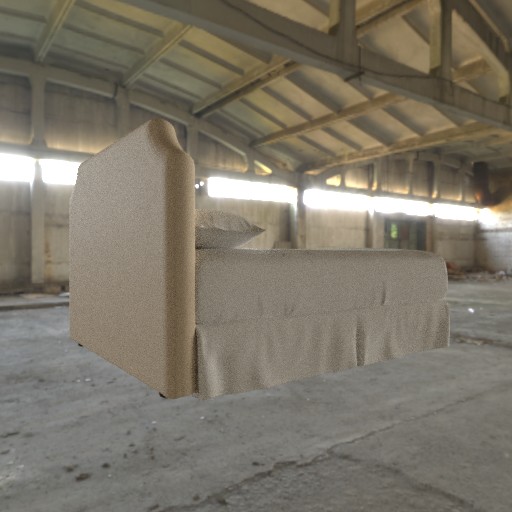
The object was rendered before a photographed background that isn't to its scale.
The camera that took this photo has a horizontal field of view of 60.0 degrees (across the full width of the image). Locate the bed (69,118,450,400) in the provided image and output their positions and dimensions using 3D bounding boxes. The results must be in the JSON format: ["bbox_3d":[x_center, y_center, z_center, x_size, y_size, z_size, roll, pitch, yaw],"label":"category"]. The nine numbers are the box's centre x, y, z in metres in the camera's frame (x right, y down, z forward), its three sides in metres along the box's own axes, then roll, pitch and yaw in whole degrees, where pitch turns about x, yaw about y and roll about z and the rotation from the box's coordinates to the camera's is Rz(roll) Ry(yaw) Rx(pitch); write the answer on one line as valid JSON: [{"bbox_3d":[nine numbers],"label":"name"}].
[{"bbox_3d":[0.000,0.000,3.774,2.548,1.524,2.134,0,0,-36],"label":"bed"}]
